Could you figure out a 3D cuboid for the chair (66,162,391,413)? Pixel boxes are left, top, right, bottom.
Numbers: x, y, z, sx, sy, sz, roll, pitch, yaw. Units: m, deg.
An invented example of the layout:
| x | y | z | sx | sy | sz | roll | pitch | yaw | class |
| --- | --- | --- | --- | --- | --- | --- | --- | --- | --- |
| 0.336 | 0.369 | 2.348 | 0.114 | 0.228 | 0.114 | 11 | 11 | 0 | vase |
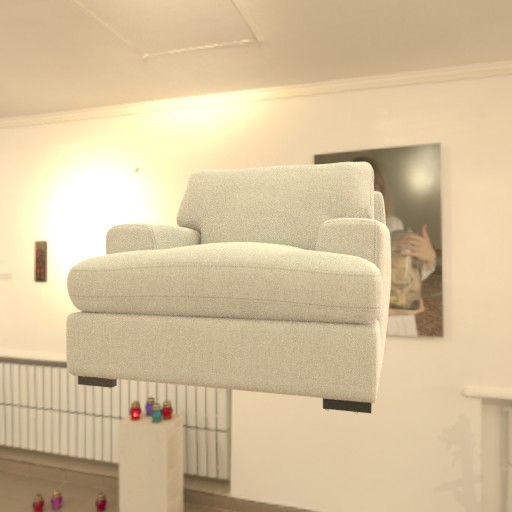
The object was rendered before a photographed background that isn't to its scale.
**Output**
| x | y | z | sx | sy | sz | roll | pitch | yaw | class |
| --- | --- | --- | --- | --- | --- | --- | --- | --- | --- |
| 0.000 | 0.000 | 1.953 | 1.140 | 0.930 | 1.158 | 0 | 0 | 17 | chair |
